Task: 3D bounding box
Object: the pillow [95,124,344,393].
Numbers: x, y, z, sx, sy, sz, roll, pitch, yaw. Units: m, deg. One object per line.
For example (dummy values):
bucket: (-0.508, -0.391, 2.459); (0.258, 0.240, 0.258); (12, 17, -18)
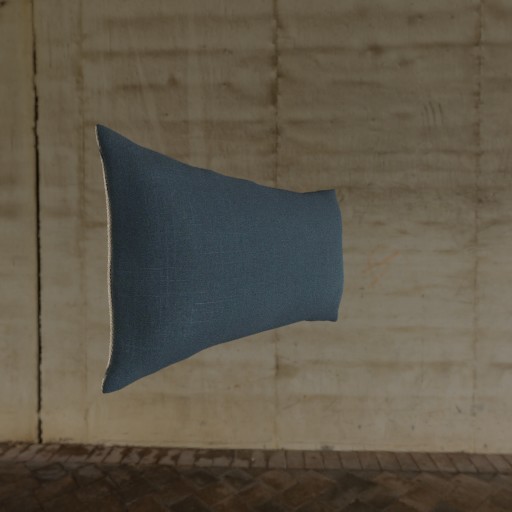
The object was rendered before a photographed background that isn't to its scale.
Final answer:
pillow: (0.000, 0.000, 0.739); (0.151, 0.305, 0.609); (1, 2, 35)
